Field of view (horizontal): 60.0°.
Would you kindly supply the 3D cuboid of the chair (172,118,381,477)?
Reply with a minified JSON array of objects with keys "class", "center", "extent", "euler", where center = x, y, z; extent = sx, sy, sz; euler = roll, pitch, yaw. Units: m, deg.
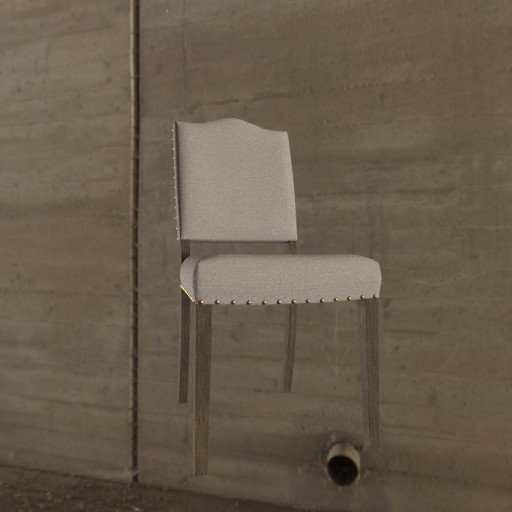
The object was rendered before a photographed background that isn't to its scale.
[{"class":"chair","center":[0.000,0.000,1.385],"extent":[0.508,1.020,0.620],"euler":[0,0,-18]}]
